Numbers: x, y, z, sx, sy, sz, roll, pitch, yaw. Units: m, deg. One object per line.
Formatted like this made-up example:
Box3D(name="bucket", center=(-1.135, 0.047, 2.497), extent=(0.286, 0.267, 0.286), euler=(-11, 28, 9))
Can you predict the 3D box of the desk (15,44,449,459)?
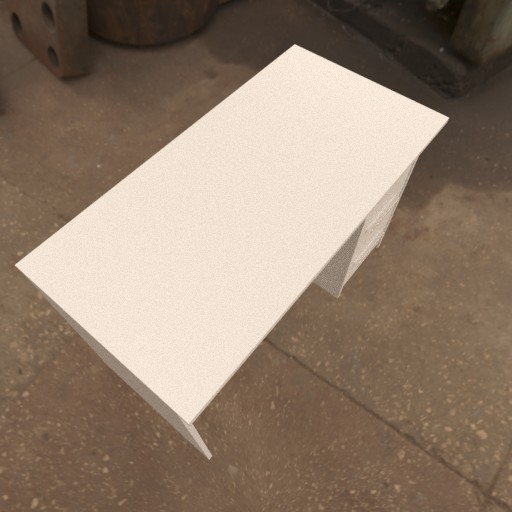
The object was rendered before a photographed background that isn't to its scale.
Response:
Box3D(name="desk", center=(0.000, 0.000, 1.477), extent=(0.560, 0.735, 1.097), euler=(35, 65, 19))
